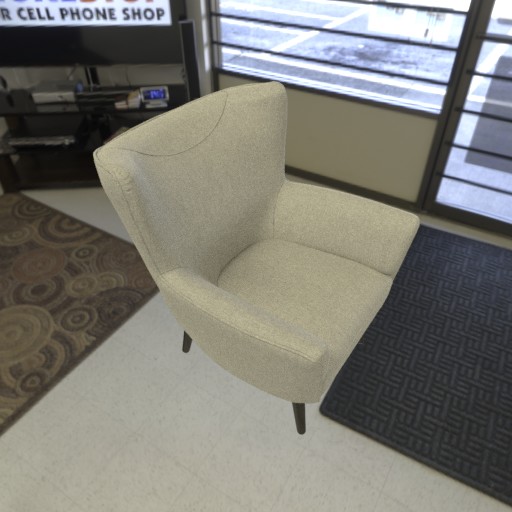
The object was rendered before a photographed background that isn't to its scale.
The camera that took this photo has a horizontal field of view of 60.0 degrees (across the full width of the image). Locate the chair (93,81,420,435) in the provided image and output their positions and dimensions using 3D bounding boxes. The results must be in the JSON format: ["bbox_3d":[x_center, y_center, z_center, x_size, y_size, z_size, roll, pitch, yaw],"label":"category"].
[{"bbox_3d":[0.000,0.000,1.569,0.888,0.933,0.781,24,46,26],"label":"chair"}]
